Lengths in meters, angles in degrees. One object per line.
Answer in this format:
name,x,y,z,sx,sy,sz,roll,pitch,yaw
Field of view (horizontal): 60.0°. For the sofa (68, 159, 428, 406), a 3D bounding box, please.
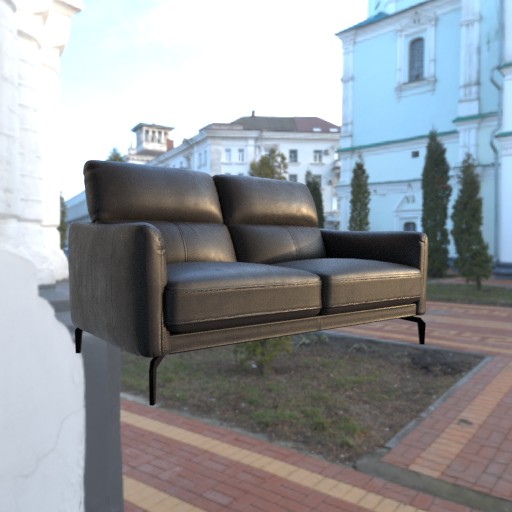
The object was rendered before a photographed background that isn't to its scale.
sofa,0.000,0.000,2.165,1.596,0.920,0.958,-1,2,-36
